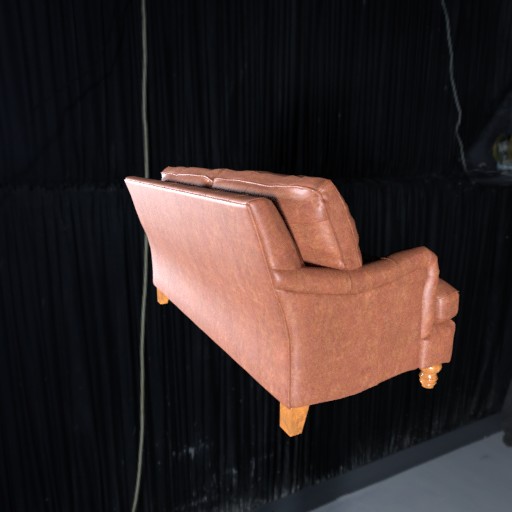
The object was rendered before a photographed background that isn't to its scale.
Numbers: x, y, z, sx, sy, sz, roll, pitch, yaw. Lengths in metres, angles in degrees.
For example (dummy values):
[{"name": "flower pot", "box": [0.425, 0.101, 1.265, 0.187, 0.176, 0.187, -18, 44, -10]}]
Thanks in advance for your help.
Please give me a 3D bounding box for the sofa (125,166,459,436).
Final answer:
[{"name": "sofa", "box": [0.000, 0.000, 2.761, 1.147, 1.071, 2.144, -7, 14, -27]}]
